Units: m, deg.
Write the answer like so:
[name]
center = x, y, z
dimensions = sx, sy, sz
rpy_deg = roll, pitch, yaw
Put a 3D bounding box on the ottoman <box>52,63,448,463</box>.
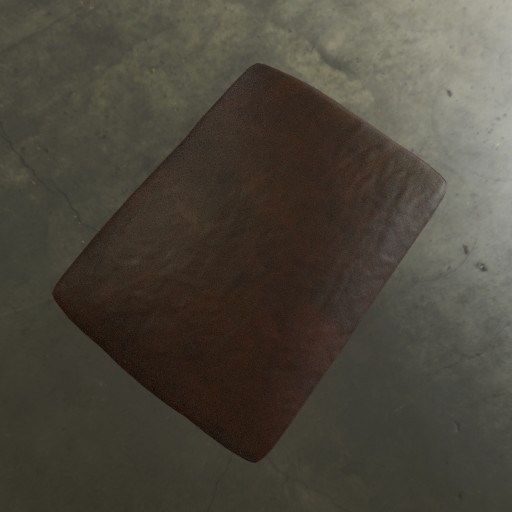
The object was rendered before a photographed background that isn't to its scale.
[ottoman]
center = 0.000, 0.000, 1.275
dimensions = 0.659, 0.527, 0.887
rpy_deg = 36, 77, 9
